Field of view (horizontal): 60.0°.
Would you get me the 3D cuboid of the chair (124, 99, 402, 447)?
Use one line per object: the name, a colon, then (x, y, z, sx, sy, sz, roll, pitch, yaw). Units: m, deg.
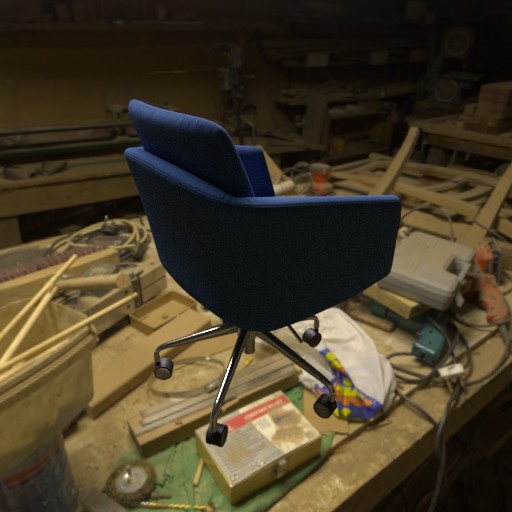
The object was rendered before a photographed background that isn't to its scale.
chair: (0.000, 0.000, 1.341, 0.635, 0.908, 0.641, -18, 32, -32)
